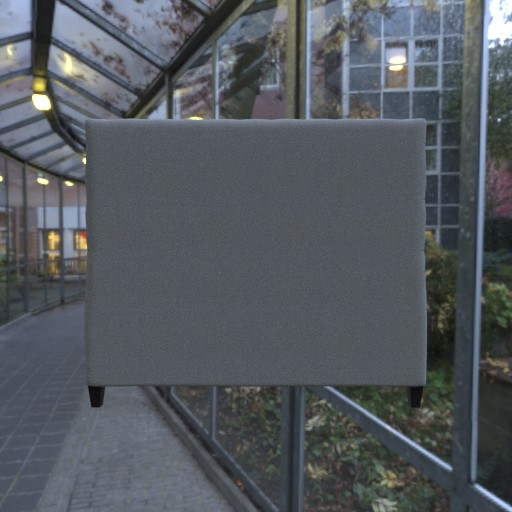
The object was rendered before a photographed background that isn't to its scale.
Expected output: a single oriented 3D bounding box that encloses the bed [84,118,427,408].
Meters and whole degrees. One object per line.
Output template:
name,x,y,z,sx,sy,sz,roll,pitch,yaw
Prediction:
bed,0.000,0.000,3.338,1.698,1.427,2.387,0,2,0
